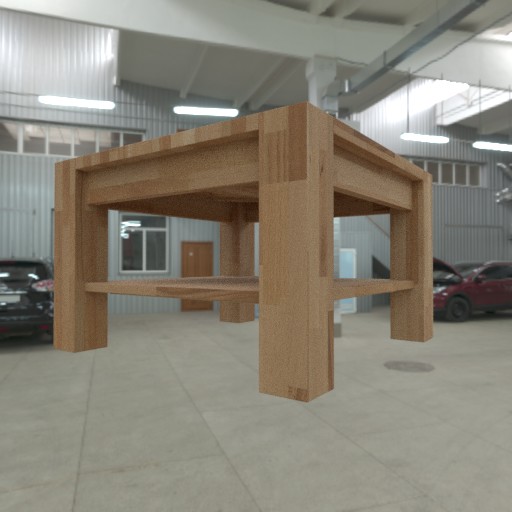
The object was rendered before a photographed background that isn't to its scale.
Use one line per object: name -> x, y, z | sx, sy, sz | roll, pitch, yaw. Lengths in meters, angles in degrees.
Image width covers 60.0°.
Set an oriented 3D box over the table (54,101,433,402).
table -> 0.000, 0.000, 1.149 | 0.700, 0.451, 0.700 | -1, -1, 36
